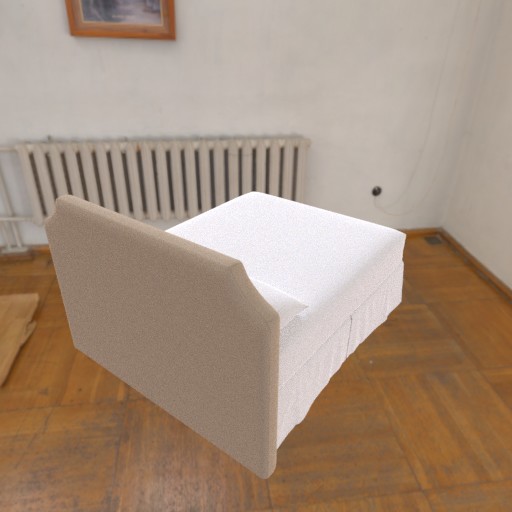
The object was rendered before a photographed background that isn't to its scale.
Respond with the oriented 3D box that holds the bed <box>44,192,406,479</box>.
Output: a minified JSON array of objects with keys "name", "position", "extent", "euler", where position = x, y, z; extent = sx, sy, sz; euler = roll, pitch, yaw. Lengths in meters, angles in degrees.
[{"name":"bed","position":[0.000,0.000,3.350],"extent":[1.828,1.301,2.204],"euler":[20,35,32]}]
